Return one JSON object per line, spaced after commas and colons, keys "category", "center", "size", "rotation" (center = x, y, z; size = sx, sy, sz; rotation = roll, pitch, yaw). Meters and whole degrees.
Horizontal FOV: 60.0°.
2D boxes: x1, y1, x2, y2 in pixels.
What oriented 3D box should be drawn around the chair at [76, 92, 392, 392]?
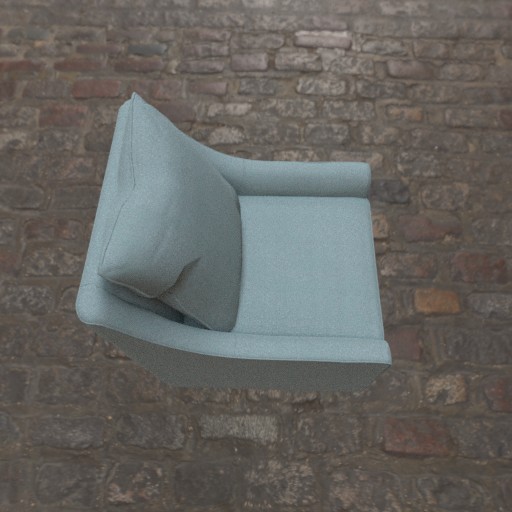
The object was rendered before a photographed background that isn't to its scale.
{"category": "chair", "center": [0.000, 0.000, 1.545], "size": [0.870, 0.926, 0.760], "rotation": [1, 63, 1]}
